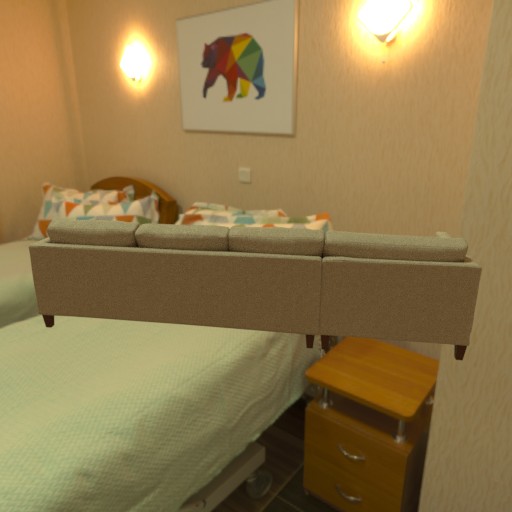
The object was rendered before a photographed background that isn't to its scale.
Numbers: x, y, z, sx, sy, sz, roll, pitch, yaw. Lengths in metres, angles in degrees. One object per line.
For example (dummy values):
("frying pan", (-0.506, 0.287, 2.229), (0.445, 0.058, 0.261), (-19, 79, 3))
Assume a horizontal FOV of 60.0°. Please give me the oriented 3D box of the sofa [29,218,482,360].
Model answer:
("sofa", (0.000, 0.000, 3.879), (3.186, 0.846, 1.625), (3, 18, 9))
